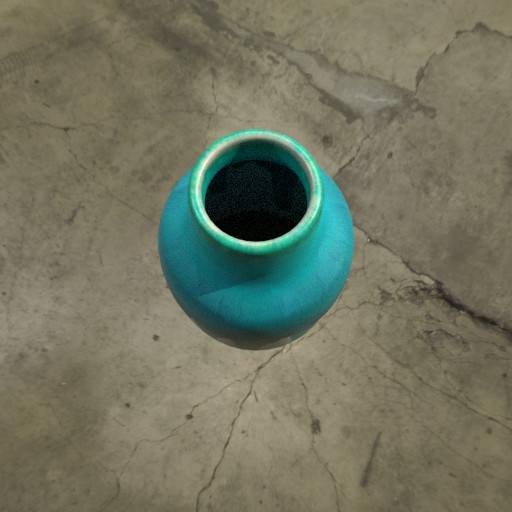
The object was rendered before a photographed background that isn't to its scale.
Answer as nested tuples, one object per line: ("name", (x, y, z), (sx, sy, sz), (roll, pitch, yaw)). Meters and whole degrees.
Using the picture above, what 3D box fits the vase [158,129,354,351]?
("vase", (0.000, 0.000, 0.262), (0.106, 0.192, 0.106), (0, 74, 0))
